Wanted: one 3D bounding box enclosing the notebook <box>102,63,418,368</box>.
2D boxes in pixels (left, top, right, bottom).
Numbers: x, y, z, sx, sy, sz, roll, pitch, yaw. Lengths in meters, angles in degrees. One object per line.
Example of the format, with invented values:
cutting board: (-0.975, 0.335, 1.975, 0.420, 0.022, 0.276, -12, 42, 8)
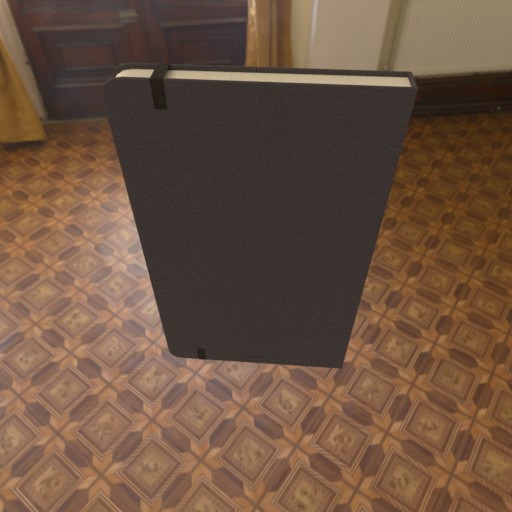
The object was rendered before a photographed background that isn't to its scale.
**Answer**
notebook: (0.000, 0.000, 0.256, 0.127, 0.213, 0.016, 3, 46, 3)
